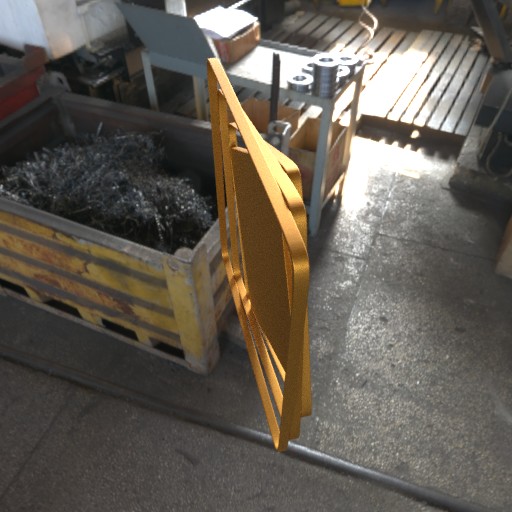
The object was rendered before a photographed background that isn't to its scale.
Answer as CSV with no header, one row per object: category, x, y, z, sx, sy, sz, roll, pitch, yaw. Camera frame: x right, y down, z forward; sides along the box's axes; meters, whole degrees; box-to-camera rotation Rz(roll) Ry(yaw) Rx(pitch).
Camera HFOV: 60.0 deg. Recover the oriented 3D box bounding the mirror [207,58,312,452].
mirror,0.000,0.000,0.706,0.045,0.468,0.470,-10,47,-10
